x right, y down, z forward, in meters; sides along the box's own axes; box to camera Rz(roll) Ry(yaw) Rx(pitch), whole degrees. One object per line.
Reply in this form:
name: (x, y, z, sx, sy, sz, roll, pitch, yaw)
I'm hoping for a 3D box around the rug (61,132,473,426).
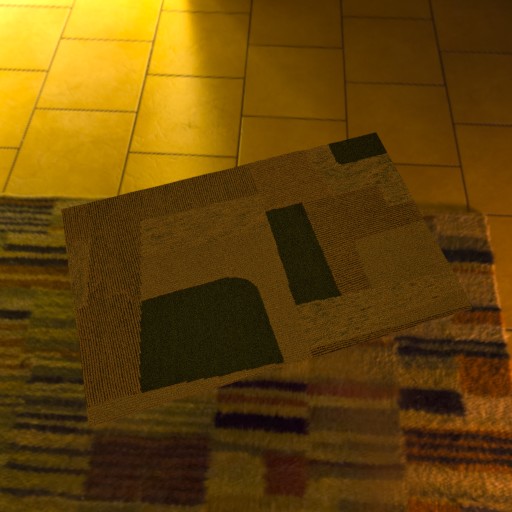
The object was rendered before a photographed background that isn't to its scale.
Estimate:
rug: (0.000, 0.000, 2.987, 2.436, 0.015, 1.521, -15, 65, -7)
